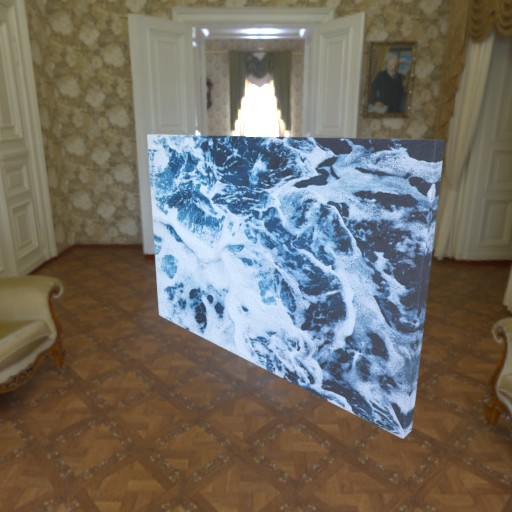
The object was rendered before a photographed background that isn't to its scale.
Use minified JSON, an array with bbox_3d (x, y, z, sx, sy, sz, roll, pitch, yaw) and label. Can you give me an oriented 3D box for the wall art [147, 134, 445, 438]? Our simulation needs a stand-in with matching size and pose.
[{"bbox_3d":[0.000,0.000,1.170,0.915,0.610,0.042,15,22,42],"label":"wall art"}]
